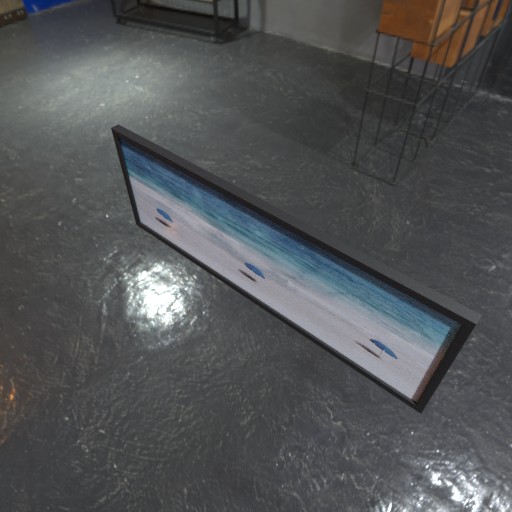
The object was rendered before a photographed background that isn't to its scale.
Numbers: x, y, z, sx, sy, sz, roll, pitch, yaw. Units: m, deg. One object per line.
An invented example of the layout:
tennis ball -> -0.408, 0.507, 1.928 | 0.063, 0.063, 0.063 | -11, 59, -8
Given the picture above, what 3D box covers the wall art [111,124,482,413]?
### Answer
wall art -> 0.000, 0.000, 1.746 | 1.572, 0.554, 0.041 | 31, 54, 26
